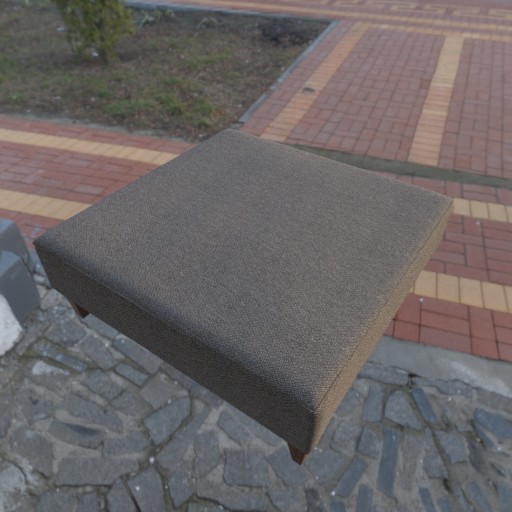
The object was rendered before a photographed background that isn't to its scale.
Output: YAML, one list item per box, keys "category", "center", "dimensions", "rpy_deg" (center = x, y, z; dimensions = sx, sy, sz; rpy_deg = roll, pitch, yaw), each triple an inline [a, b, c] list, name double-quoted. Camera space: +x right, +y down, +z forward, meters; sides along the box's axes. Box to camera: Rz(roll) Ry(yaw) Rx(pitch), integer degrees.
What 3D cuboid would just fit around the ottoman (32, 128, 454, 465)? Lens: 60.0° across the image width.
- category: "ottoman"
  center: [0.000, 0.000, 1.504]
  dimensions: [0.981, 0.378, 0.970]
  rpy_deg: [25, 46, 26]
